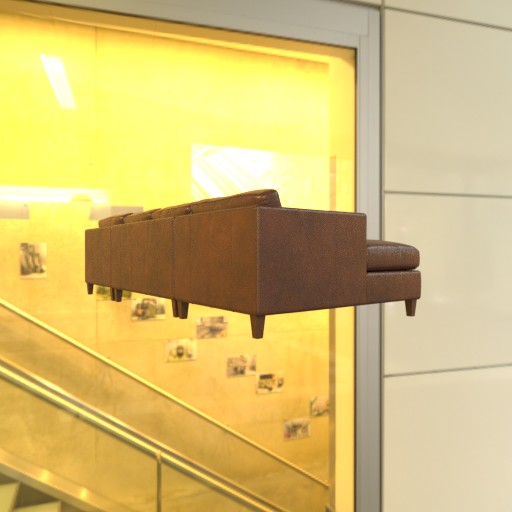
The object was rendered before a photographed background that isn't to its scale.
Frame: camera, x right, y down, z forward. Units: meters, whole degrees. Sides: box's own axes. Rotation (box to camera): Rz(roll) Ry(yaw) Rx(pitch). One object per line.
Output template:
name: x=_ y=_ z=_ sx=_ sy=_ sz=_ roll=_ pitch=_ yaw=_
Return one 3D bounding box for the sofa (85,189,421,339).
sofa: x=0.000 y=0.000 z=4.482 sx=2.452 sy=0.891 sz=3.324 roll=0 pitch=1 yaw=-37
